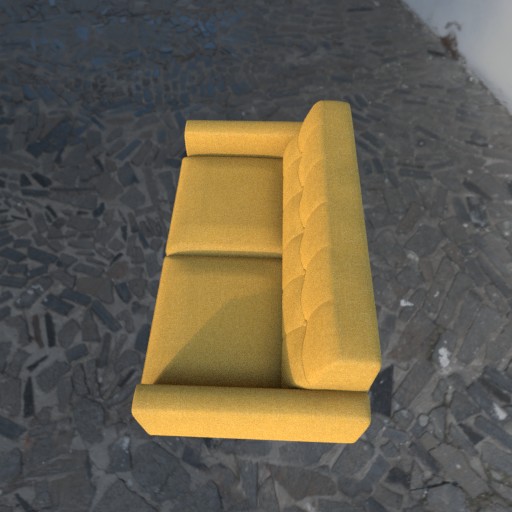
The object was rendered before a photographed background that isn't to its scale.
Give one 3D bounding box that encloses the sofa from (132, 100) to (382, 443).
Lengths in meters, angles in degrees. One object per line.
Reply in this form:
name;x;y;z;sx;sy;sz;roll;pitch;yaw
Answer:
sofa;0.000;0.000;2.177;0.909;0.841;1.631;2;56;1
